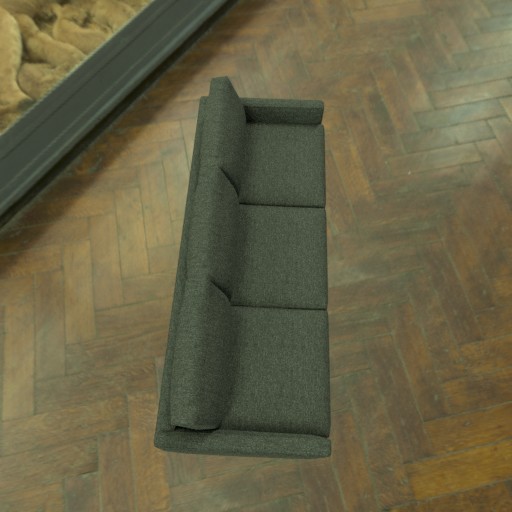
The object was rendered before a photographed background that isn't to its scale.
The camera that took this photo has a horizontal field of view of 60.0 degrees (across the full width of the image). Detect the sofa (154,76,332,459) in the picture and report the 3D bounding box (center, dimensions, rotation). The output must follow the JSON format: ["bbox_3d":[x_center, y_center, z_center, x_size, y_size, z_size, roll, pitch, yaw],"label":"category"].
[{"bbox_3d":[0.000,0.000,2.727,0.876,0.879,2.253,3,65,1],"label":"sofa"}]
